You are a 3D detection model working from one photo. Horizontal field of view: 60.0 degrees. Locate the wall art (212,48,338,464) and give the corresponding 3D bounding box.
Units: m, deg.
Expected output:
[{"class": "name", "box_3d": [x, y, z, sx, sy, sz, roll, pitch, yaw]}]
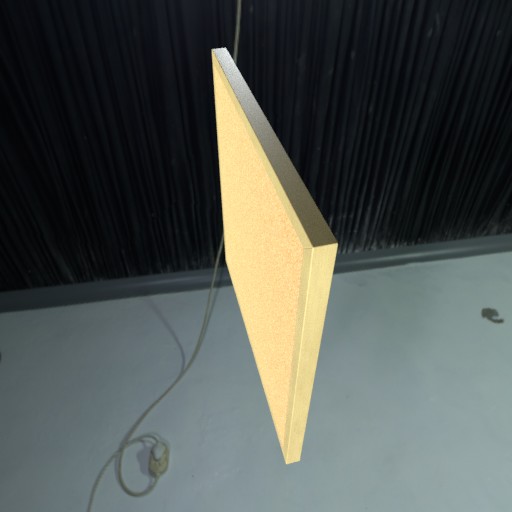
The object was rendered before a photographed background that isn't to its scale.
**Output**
[{"class": "wall art", "box_3d": [0.000, 0.000, 1.135, 0.037, 0.763, 0.763, -10, 45, -10]}]
